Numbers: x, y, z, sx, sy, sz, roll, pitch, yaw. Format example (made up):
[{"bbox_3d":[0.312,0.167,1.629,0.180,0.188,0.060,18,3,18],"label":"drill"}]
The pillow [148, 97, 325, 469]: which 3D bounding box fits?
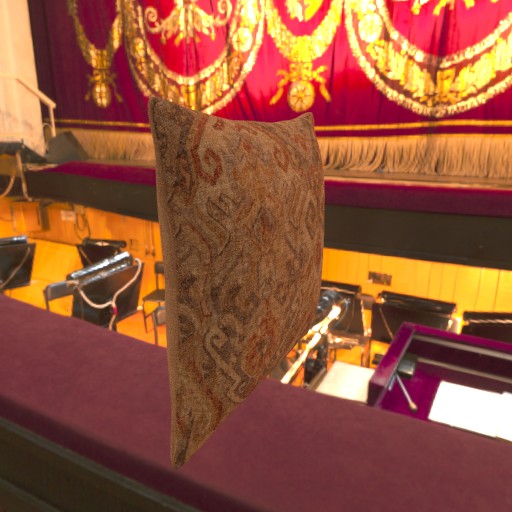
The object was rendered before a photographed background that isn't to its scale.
[{"bbox_3d":[0.000,0.000,0.789,0.166,0.506,0.523,8,17,26],"label":"pillow"}]
